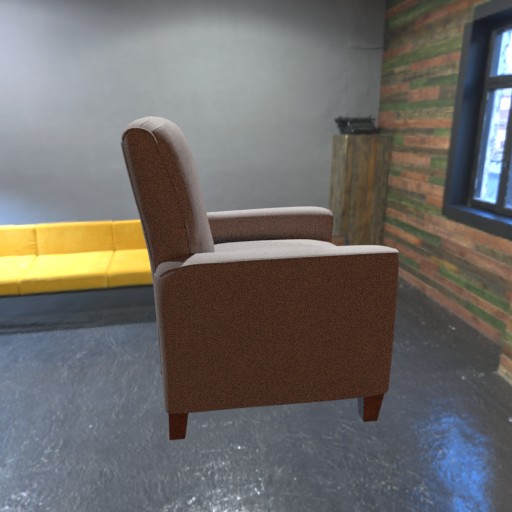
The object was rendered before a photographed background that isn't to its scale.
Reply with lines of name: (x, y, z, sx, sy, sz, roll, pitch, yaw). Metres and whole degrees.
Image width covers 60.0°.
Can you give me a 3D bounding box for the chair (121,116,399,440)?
chair: (0.000, 0.000, 1.717, 0.859, 1.023, 0.845, -2, 16, -8)
